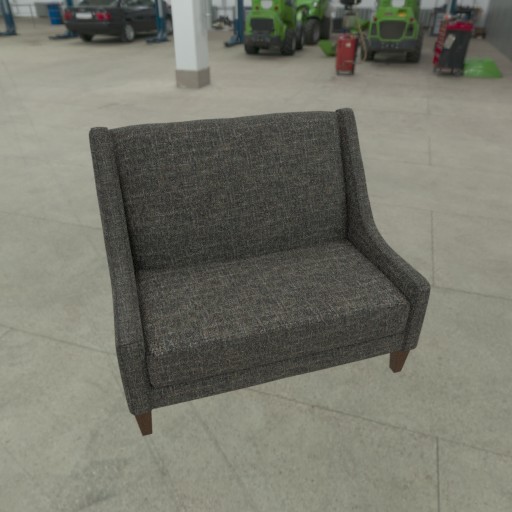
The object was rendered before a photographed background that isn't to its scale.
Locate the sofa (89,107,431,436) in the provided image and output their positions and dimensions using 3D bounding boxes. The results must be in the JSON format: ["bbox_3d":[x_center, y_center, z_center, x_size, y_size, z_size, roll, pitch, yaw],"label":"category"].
[{"bbox_3d":[0.000,0.000,1.937,1.242,1.021,0.870,-9,32,-15],"label":"sofa"}]
